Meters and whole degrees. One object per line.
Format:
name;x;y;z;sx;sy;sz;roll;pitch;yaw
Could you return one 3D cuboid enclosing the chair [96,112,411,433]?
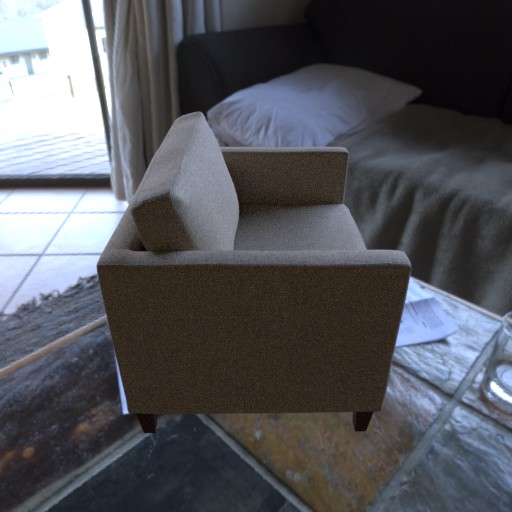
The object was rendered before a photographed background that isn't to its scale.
chair;0.000;0.000;1.869;0.959;0.987;1.107;0;32;0
